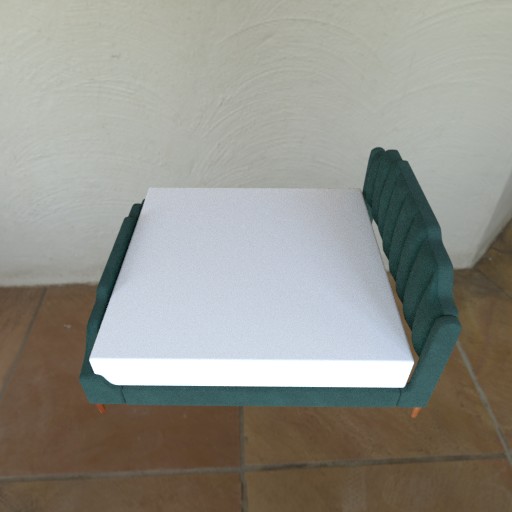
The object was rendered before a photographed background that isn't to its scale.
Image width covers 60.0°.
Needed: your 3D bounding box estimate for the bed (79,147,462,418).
[{"bbox_3d":[0.000,0.000,3.502,2.340,1.245,2.074,0,41,0],"label":"bed"}]
